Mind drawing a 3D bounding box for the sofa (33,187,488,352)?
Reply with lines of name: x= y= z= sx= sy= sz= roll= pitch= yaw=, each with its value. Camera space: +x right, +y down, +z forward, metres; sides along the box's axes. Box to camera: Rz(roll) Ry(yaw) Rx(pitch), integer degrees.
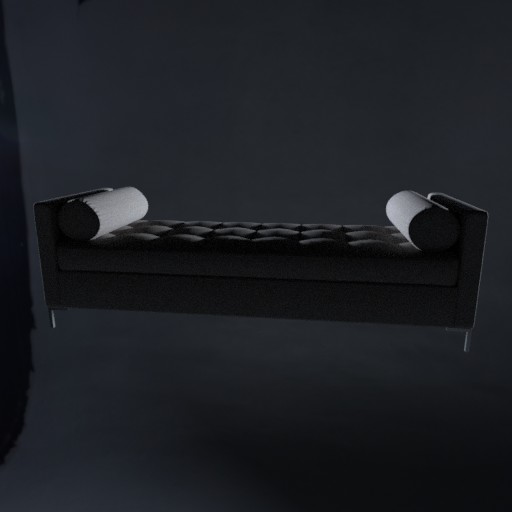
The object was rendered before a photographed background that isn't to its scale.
sofa: x=0.000 y=0.000 z=2.299 sx=1.981 sy=0.635 sz=0.686 roll=2 pitch=15 yaw=7
